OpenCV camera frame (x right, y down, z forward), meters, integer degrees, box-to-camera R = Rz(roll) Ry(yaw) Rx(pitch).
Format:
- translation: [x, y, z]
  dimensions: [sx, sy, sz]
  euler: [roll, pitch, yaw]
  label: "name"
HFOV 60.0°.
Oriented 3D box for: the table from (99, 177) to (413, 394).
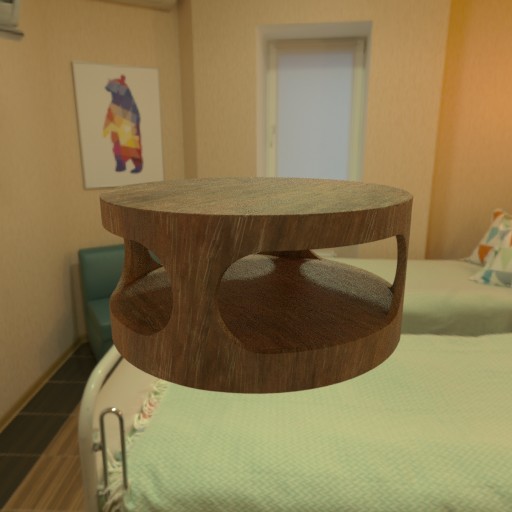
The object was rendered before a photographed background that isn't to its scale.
- translation: [0.000, 0.000, 1.514]
  dimensions: [0.974, 0.450, 0.974]
  euler: [0, 15, 0]
  label: "table"
